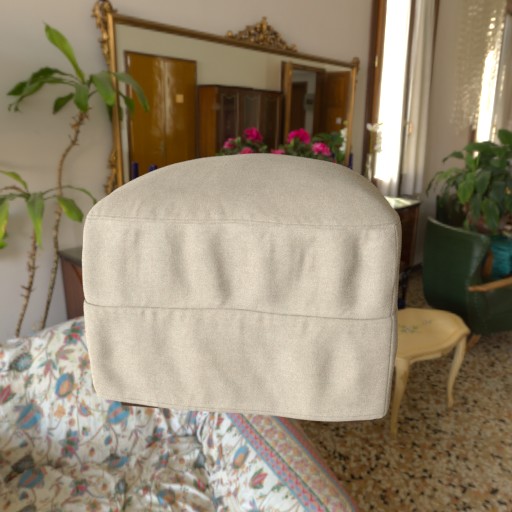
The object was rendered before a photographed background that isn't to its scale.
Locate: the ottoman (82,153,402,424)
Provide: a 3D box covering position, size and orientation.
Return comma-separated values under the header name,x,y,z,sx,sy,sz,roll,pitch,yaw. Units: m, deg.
name,x,y,z,sx,sy,sz,roll,pitch,yaw
ottoman,0.000,0.000,1.072,0.584,0.480,0.712,2,15,7
